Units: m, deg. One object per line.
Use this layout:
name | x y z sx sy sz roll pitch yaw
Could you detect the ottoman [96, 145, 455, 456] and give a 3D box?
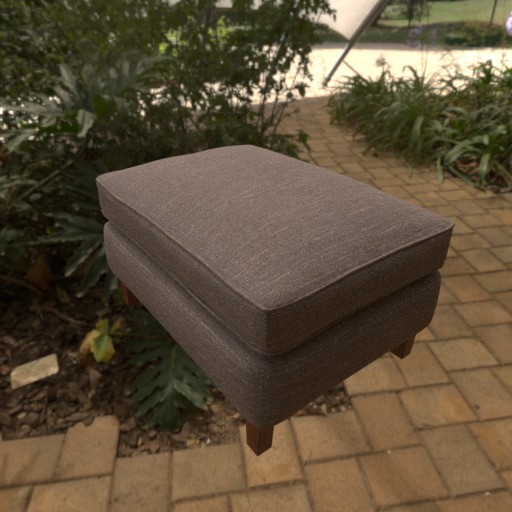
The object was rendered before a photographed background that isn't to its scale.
ottoman | 0.000 0.000 1.014 0.508 0.406 0.686 -20 35 -32
